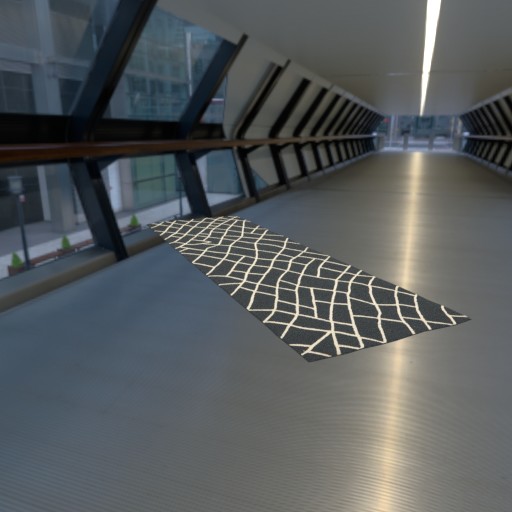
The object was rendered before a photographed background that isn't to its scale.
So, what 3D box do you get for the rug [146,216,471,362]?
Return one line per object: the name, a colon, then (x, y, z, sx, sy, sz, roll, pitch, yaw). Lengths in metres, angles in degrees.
rug: (0.000, 0.000, 2.725, 0.807, 0.010, 2.476, -8, 18, -25)
